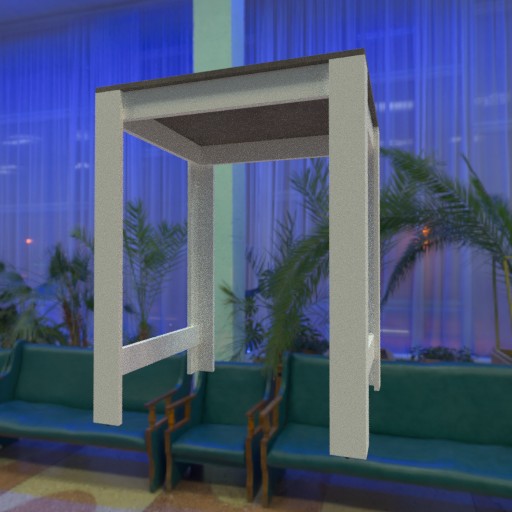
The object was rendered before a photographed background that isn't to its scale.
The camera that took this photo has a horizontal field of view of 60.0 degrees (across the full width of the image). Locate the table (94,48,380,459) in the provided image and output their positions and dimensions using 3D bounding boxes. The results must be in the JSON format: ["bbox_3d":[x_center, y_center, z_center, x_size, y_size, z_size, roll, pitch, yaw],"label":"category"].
[{"bbox_3d":[0.000,0.000,1.549,0.800,1.020,0.700,0,-1,18],"label":"table"}]
